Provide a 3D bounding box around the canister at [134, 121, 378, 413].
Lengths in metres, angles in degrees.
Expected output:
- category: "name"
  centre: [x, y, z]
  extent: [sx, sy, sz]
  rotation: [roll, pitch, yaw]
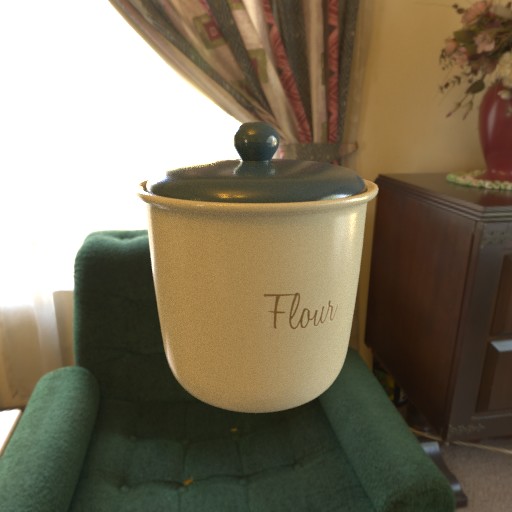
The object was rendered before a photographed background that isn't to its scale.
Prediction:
- category: "canister"
  centre: [0.000, 0.000, 0.358]
  extent: [0.182, 0.208, 0.182]
  rotation: [0, 17, 0]
